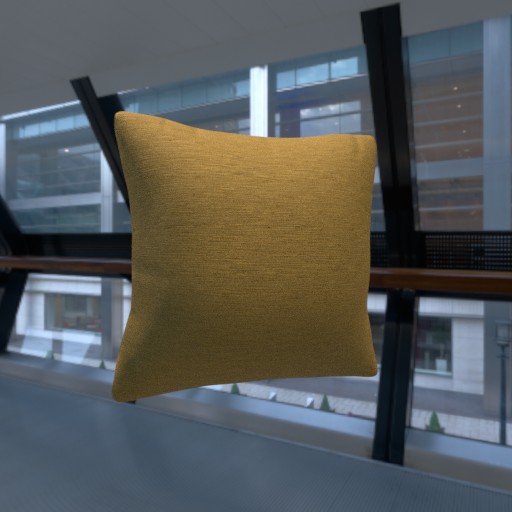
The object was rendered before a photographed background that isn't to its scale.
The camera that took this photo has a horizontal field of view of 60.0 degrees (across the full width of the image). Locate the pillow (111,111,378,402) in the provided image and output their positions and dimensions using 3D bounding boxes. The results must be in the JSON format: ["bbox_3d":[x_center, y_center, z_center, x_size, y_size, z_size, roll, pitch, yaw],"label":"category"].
[{"bbox_3d":[0.000,0.000,0.701,0.435,0.417,0.247,0,0,-18],"label":"pillow"}]
